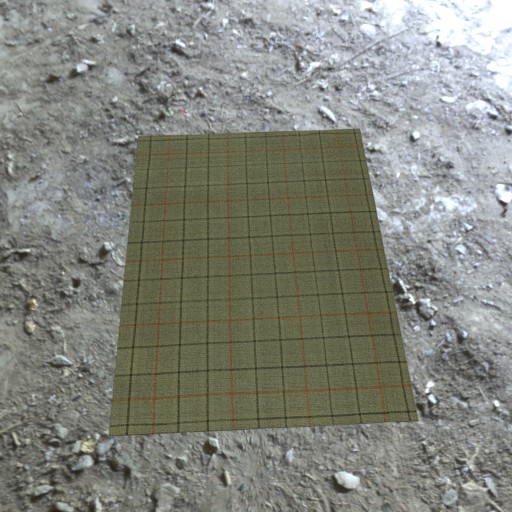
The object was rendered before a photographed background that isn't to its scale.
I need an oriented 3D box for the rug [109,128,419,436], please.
[{"bbox_3d":[0.000,0.000,4.170,2.444,0.012,3.048,-2,63,-1],"label":"rug"}]
